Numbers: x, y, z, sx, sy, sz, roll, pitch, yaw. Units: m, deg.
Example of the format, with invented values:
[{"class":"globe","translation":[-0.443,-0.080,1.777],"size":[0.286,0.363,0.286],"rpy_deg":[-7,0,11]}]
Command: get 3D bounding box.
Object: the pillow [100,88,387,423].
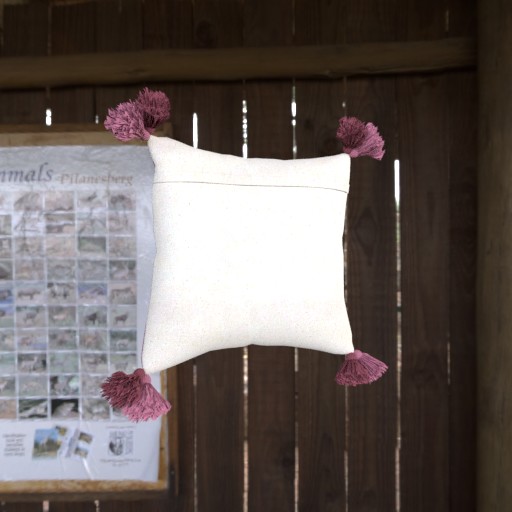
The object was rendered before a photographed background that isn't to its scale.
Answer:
[{"class":"pillow","translation":[0.000,0.000,0.971],"size":[0.641,0.659,0.138],"rpy_deg":[0,-1,-18]}]
